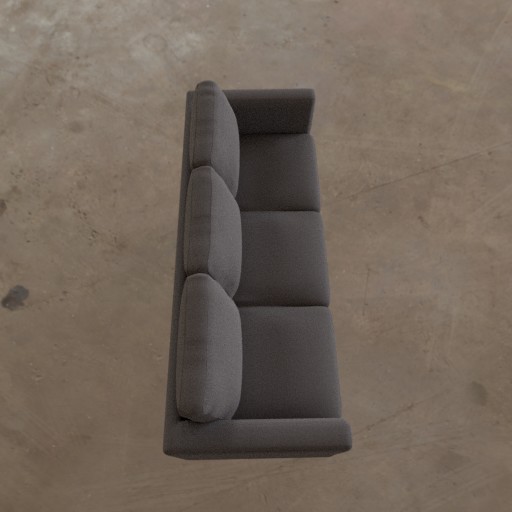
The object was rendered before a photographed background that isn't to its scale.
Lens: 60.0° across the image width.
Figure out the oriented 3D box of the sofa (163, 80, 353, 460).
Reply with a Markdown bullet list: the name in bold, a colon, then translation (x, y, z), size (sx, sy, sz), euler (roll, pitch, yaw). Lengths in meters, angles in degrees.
- **sofa**: translation (0.000, 0.000, 2.457), size (0.802, 0.912, 2.029), euler (-1, 64, -1)
